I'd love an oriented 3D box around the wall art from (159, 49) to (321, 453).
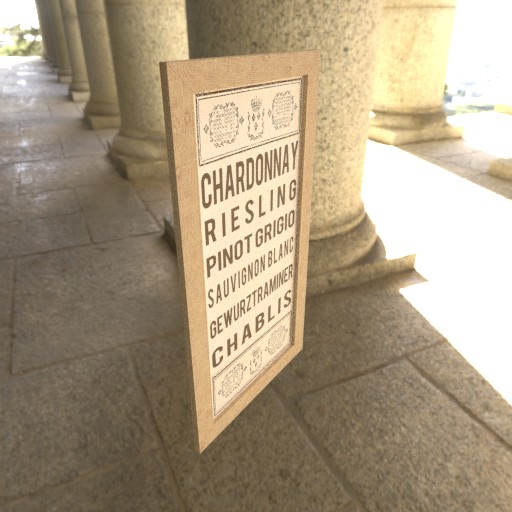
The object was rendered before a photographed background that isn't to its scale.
[{"bbox_3d":[0.000,0.000,0.824,0.013,0.683,0.381,18,33,31],"label":"wall art"}]
